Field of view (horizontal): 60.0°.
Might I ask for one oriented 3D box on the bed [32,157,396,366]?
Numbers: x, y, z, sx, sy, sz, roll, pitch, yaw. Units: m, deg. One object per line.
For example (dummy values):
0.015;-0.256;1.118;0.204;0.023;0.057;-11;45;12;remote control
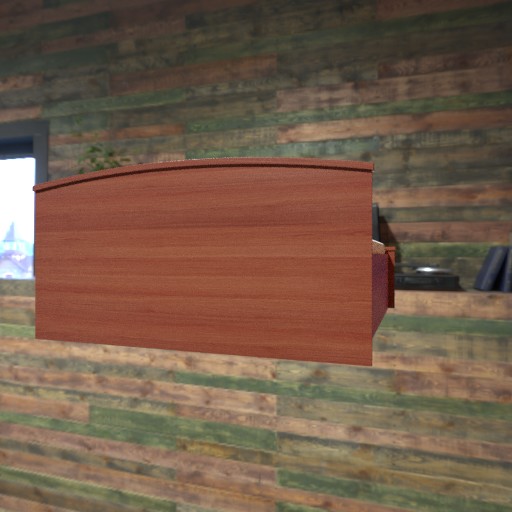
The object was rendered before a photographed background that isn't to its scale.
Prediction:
0.000;0.000;2.934;1.683;0.848;2.053;0;0;20;bed
